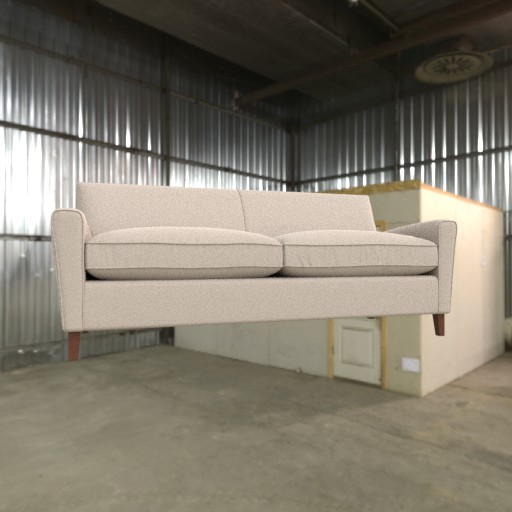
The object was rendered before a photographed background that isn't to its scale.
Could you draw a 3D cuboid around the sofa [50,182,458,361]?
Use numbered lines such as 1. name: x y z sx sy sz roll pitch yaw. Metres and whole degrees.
1. sofa: 0.000 0.000 2.449 2.000 0.846 0.875 0 0 -18
